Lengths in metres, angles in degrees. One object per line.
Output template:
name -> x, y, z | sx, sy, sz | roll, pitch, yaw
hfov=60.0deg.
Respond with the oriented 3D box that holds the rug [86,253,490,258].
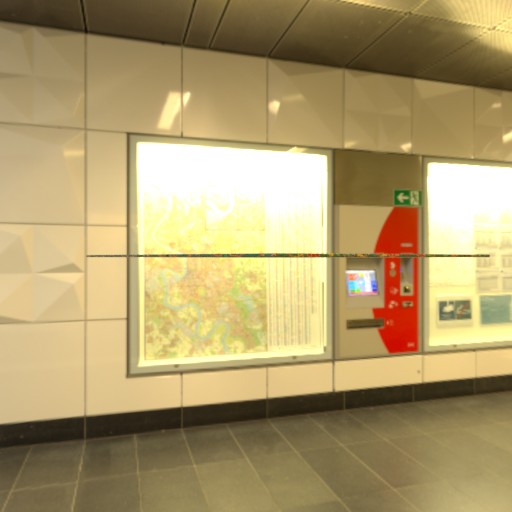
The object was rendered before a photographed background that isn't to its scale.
rug -> 0.000, 0.000, 2.909 | 1.527, 0.016, 2.290 | 0, 0, -37
